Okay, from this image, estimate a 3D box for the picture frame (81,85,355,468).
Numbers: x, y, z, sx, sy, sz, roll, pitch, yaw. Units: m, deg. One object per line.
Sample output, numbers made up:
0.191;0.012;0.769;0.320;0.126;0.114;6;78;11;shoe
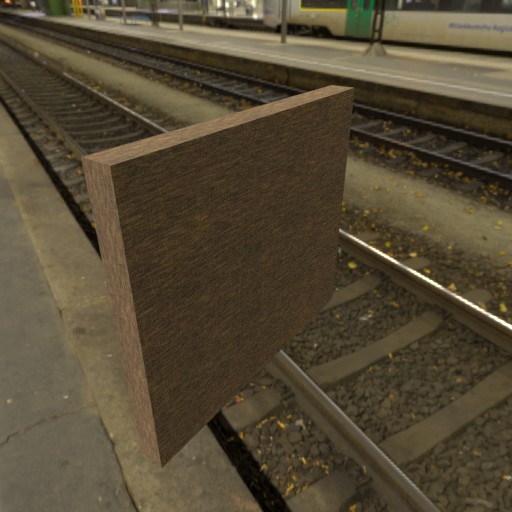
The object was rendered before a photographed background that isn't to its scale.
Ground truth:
0.000;0.000;0.525;0.033;0.330;0.378;20;36;31;picture frame
